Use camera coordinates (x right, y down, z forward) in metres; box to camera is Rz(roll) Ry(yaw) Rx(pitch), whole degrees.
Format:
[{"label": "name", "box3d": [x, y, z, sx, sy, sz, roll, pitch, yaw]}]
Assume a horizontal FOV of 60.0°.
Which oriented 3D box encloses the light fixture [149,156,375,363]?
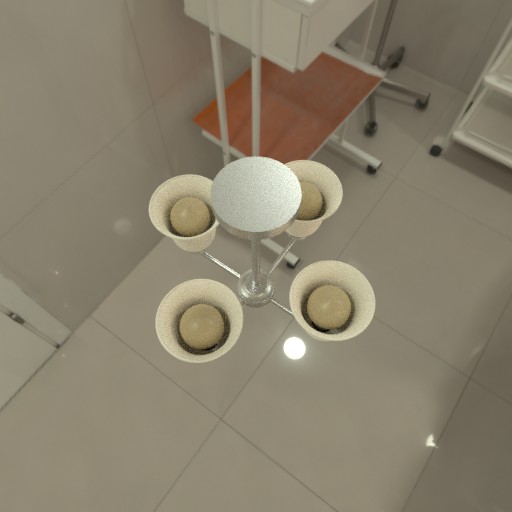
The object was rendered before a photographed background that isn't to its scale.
[{"label": "light fixture", "box3d": [0.000, 0.000, 0.749, 0.427, 0.370, 0.427, 33, 68, 15]}]
